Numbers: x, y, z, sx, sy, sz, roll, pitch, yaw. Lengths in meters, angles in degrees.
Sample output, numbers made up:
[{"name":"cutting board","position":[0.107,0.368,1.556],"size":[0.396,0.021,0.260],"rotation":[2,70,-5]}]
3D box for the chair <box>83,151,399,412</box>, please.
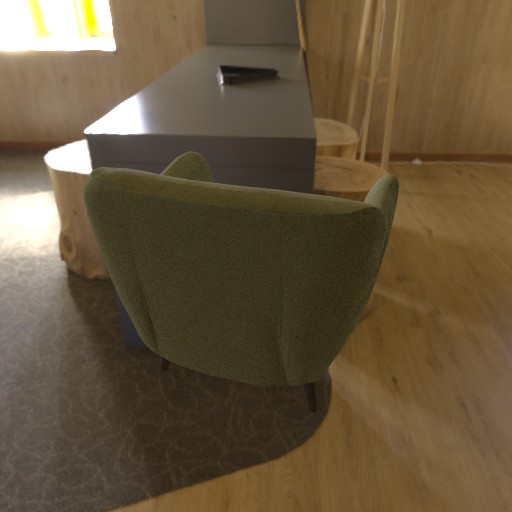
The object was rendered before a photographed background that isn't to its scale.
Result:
[{"name":"chair","position":[0.000,0.000,1.498],"size":[0.840,0.804,0.819],"rotation":[10,34,16]}]
